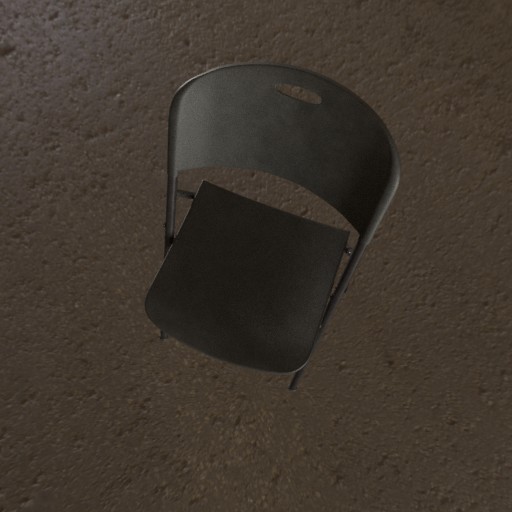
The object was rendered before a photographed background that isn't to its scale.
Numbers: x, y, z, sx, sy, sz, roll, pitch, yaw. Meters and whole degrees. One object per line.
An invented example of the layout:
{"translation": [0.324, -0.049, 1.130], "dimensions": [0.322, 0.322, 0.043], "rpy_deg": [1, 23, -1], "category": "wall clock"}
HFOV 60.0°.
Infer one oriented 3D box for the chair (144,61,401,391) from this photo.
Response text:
{"translation": [0.000, 0.000, 1.169], "dimensions": [0.494, 0.810, 0.566], "rpy_deg": [20, 75, 6], "category": "chair"}
